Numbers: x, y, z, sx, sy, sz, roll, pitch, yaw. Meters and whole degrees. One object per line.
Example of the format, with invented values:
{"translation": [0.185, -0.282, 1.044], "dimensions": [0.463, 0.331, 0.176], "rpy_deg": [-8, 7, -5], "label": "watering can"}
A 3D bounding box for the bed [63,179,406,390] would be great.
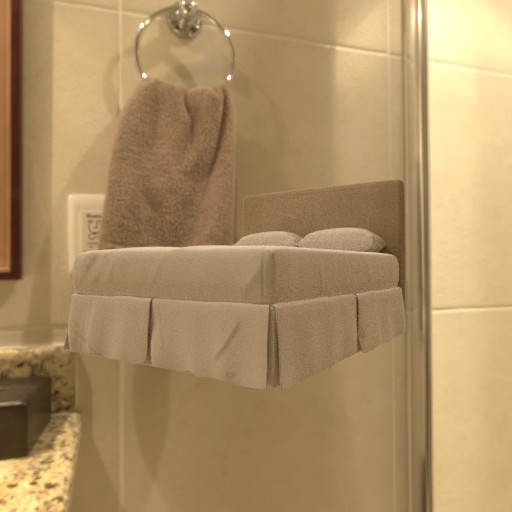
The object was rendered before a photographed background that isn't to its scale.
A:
{"translation": [0.000, 0.000, 3.347], "dimensions": [1.713, 1.330, 2.162], "rpy_deg": [-1, -2, 34], "label": "bed"}
